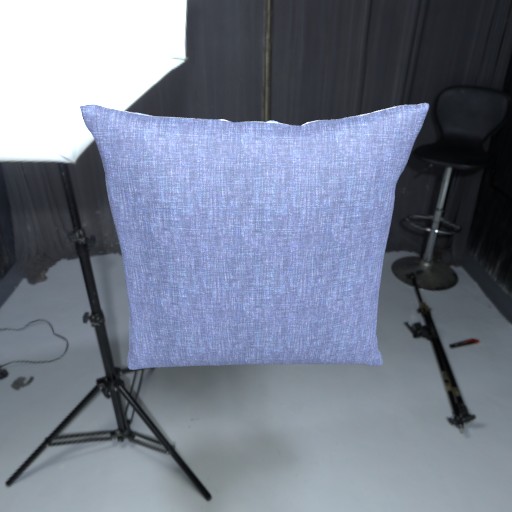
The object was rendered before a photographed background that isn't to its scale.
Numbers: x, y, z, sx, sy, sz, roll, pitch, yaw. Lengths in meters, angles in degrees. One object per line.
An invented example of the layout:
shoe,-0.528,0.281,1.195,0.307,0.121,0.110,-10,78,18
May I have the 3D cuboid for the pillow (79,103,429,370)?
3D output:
pillow,0.000,0.000,0.766,0.510,0.510,0.145,-1,30,-1
